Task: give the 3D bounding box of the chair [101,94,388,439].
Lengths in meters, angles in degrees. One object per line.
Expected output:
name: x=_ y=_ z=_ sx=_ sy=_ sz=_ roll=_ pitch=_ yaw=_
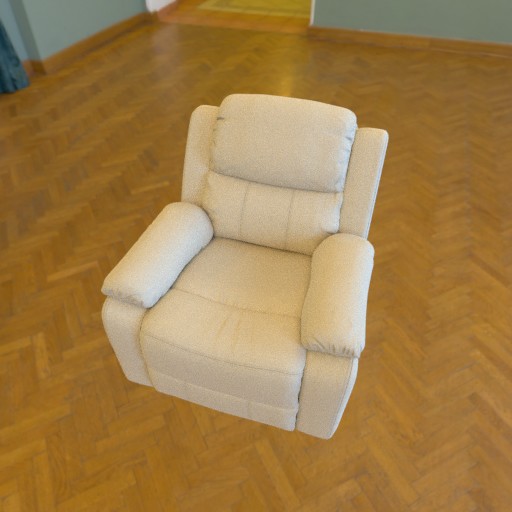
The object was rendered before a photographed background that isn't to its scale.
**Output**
chair: x=0.000 y=0.000 z=1.286 sx=0.680 sy=0.702 sz=0.709 roll=12 pitch=44 yaw=13
